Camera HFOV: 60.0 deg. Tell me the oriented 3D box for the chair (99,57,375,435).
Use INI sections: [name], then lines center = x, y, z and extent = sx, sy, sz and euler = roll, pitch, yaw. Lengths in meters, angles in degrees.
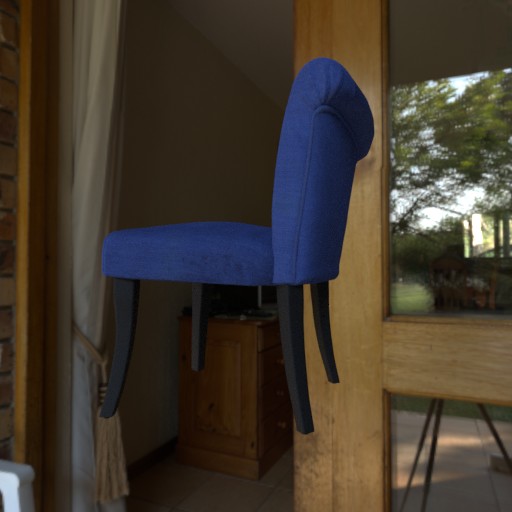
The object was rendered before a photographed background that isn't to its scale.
[chair]
center = 0.000, 0.000, 1.171
extent = 0.606, 0.753, 0.585
euler = 0, -1, 18
